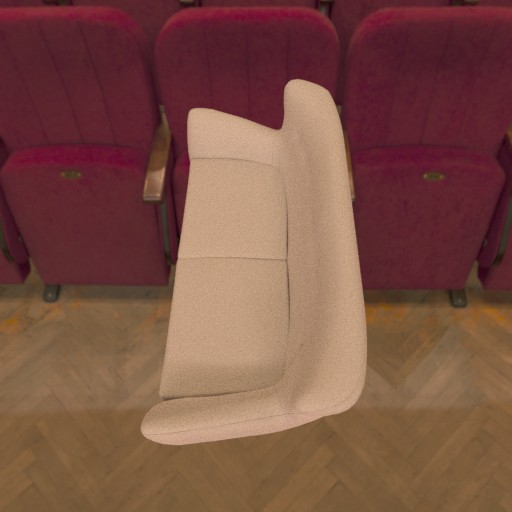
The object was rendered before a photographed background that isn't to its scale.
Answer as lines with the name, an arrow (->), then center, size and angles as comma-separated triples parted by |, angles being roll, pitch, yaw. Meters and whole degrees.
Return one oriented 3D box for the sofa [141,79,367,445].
sofa -> 0.000, 0.000, 2.369 | 0.899, 0.890, 1.930 | 1, 57, 1
